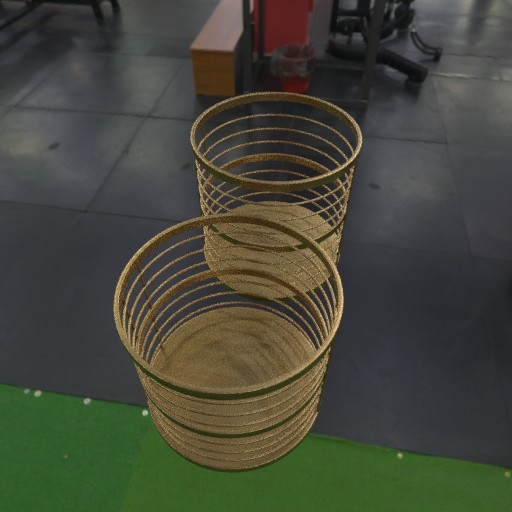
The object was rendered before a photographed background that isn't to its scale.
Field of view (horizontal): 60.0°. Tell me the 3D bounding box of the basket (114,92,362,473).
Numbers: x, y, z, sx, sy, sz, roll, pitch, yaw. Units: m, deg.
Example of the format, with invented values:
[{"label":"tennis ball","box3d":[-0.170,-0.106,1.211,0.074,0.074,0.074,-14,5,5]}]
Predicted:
[{"label":"basket","box3d":[0.000,0.000,0.919,0.356,0.351,0.746,9,47,8]}]
